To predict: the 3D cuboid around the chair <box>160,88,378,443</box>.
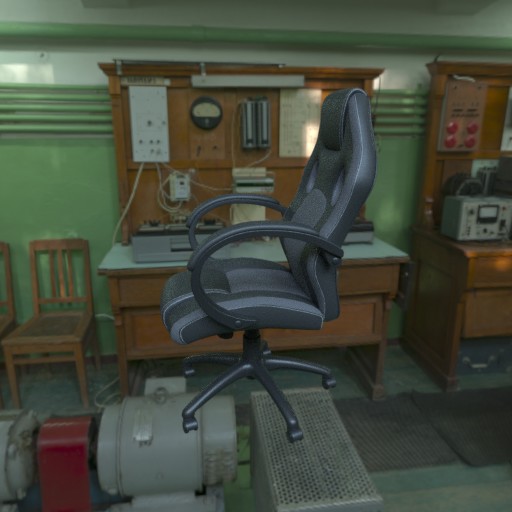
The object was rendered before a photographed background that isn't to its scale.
[{"bbox_3d":[0.000,0.000,1.672,0.724,1.187,0.673,-3,16,-9],"label":"chair"}]
